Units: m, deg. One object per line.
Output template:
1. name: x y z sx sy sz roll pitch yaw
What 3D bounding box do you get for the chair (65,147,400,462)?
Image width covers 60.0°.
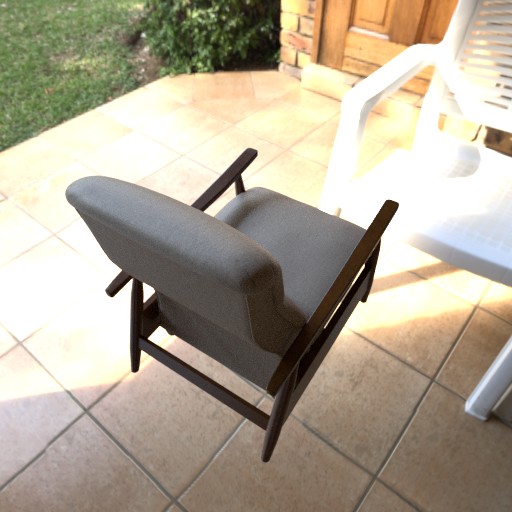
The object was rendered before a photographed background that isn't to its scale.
1. chair: 0.000 0.000 1.748 0.762 1.082 1.030 26 52 22
